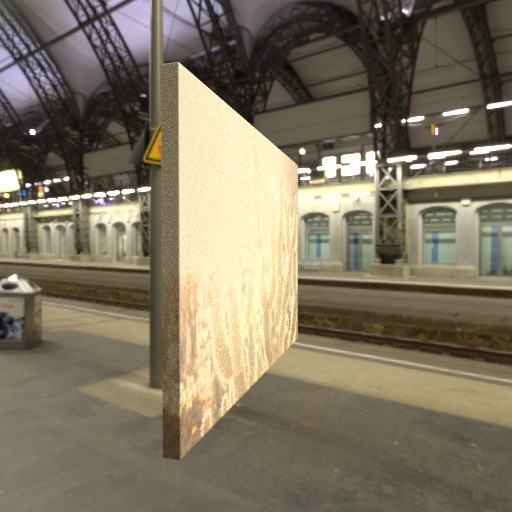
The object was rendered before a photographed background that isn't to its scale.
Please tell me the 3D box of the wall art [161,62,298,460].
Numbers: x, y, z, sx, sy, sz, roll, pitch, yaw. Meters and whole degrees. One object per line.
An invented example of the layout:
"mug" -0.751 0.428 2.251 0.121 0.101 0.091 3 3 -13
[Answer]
"wall art" 0.000 0.000 1.394 0.041 0.758 1.142 0 2 17
